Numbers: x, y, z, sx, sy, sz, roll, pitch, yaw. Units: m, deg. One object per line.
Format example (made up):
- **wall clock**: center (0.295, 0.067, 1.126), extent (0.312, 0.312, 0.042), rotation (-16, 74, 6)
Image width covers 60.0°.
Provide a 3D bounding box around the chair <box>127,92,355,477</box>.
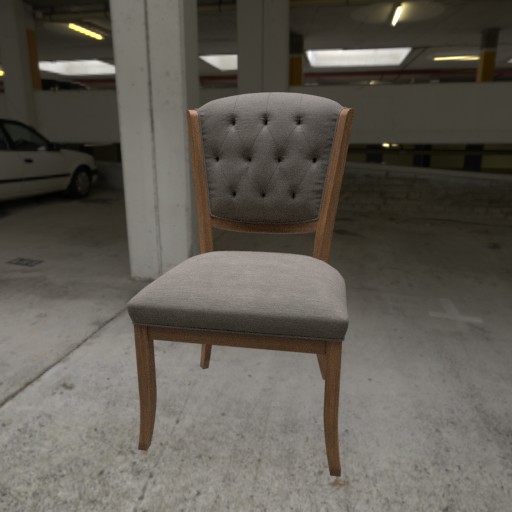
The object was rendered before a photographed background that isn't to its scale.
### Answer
- **chair**: center (0.000, 0.000, 1.239), extent (0.513, 0.905, 0.584), rotation (3, 15, 10)
